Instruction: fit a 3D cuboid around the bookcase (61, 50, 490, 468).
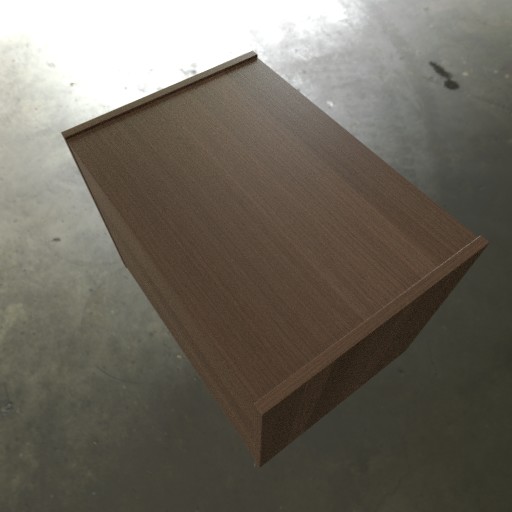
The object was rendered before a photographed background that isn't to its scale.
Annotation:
[{"bbox_3d":[0.000,0.000,0.626,0.290,0.305,0.415,-31,62,-19],"label":"bookcase"}]
